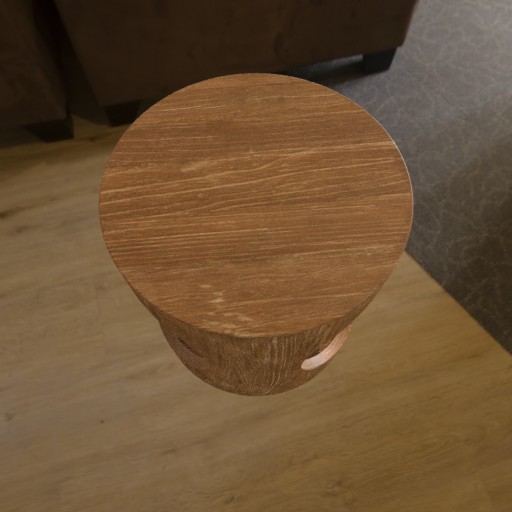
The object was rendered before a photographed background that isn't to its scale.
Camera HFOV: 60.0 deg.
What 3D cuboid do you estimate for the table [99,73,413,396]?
[{"bbox_3d":[0.000,0.000,0.997,0.527,0.551,0.527,0,64,0],"label":"table"}]
